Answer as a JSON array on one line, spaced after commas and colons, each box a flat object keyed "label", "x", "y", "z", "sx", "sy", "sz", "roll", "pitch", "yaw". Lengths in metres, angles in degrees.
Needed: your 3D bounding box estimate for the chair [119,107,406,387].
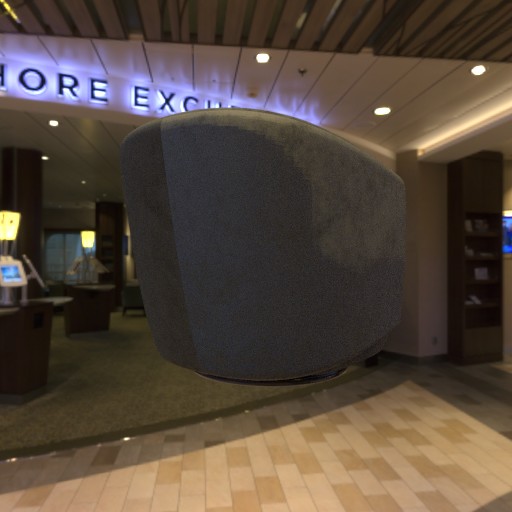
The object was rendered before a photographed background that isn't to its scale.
[{"label": "chair", "x": 0.000, "y": 0.000, "z": 1.372, "sx": 0.773, "sy": 0.698, "sz": 0.767, "roll": 0, "pitch": 0, "yaw": 37}]
